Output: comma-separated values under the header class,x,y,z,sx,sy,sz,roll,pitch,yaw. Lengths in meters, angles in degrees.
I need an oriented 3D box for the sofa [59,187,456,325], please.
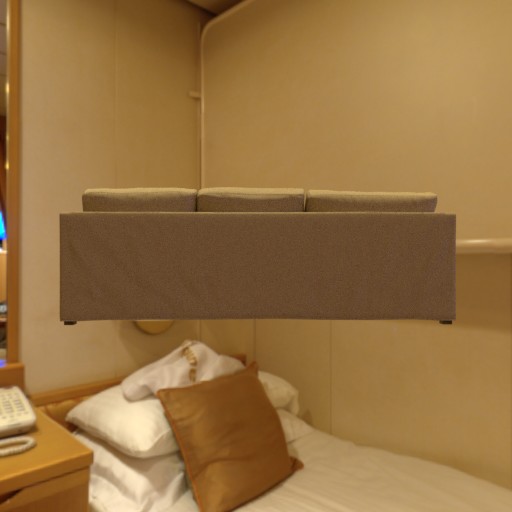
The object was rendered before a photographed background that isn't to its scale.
class,x,y,z,sx,sy,sz,roll,pitch,yaw
sofa,0.000,0.000,4.258,2.432,0.871,3.182,0,0,-1
